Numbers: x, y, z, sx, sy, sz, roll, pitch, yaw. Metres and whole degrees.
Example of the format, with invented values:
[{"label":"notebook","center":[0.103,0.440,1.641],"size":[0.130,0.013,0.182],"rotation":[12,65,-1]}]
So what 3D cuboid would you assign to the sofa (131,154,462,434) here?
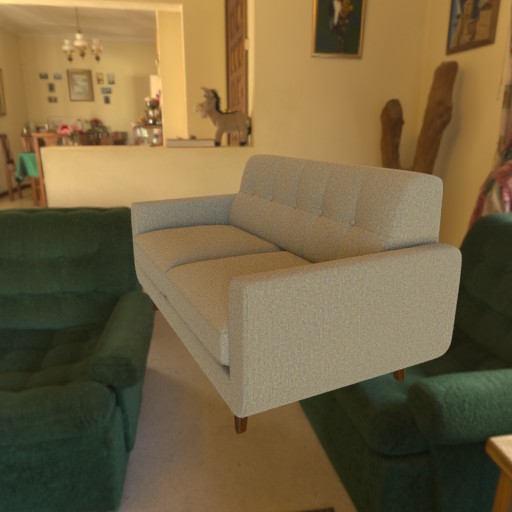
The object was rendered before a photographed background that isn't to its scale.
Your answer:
[{"label":"sofa","center":[0.000,0.000,2.226],"size":[0.952,0.925,1.651],"rotation":[-8,18,-25]}]
